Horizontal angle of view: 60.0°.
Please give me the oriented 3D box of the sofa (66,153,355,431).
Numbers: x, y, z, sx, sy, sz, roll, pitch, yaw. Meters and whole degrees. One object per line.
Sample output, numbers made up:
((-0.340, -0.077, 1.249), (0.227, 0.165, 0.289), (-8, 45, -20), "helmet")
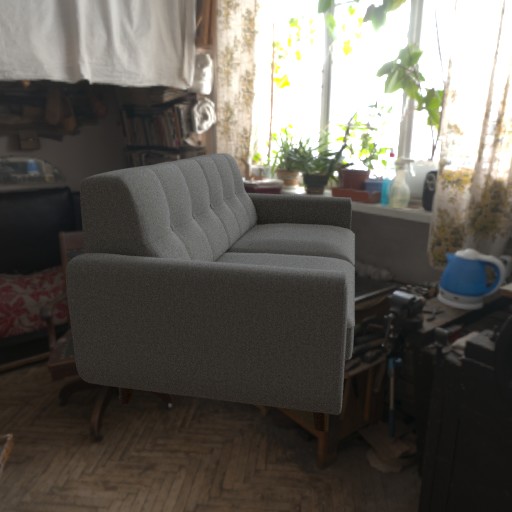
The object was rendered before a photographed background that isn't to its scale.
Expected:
((0.000, 0.000, 2.176), (0.952, 0.925, 1.651), (3, 16, 12), "sofa")
